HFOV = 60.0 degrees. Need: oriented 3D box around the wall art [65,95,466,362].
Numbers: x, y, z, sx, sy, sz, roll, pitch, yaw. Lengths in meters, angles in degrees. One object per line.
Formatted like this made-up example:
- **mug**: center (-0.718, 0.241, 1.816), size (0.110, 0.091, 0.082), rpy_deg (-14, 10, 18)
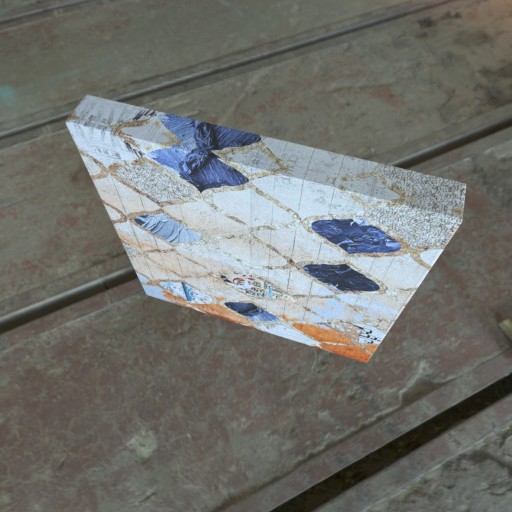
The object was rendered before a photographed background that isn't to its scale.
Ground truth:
- **wall art**: center (0.000, 0.000, 0.458), size (0.303, 0.304, 0.036), rpy_deg (16, 60, 9)
